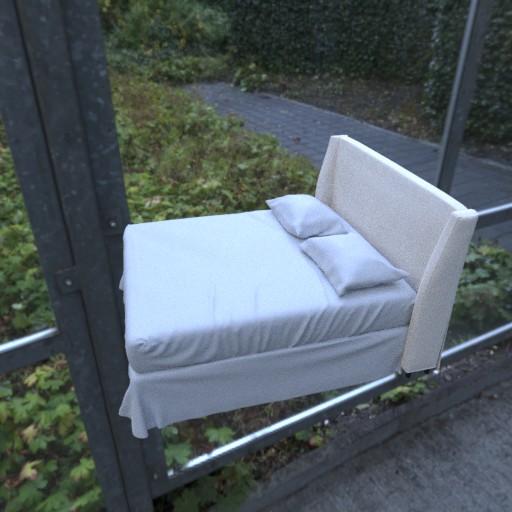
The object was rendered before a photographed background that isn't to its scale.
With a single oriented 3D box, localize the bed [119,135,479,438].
[{"bbox_3d":[0.000,0.000,3.493,2.276,1.332,1.925,-8,31,-13],"label":"bed"}]
